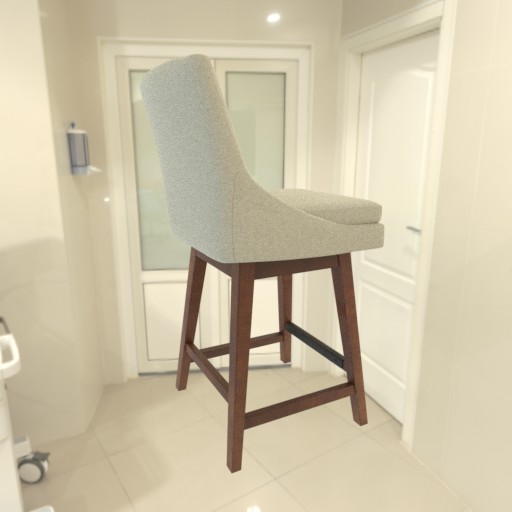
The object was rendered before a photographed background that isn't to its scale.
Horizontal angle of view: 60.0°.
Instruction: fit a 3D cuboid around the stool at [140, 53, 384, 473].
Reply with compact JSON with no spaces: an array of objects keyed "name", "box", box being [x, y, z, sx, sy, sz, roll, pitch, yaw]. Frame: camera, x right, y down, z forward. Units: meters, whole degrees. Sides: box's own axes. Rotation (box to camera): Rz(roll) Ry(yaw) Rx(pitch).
[{"name":"stool","box":[0.000,0.000,1.287,0.559,0.991,0.469,-7,16,-27]}]
